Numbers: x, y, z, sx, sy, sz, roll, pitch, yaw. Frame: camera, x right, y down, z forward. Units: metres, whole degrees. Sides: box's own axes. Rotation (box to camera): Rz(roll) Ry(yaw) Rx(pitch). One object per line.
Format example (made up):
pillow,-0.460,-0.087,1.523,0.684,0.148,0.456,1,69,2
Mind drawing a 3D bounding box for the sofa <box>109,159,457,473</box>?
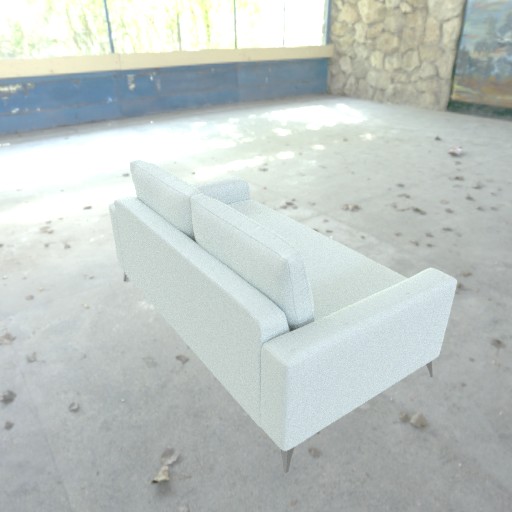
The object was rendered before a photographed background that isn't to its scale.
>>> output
sofa,0.000,0.000,2.214,0.920,0.790,1.650,-18,33,-30
